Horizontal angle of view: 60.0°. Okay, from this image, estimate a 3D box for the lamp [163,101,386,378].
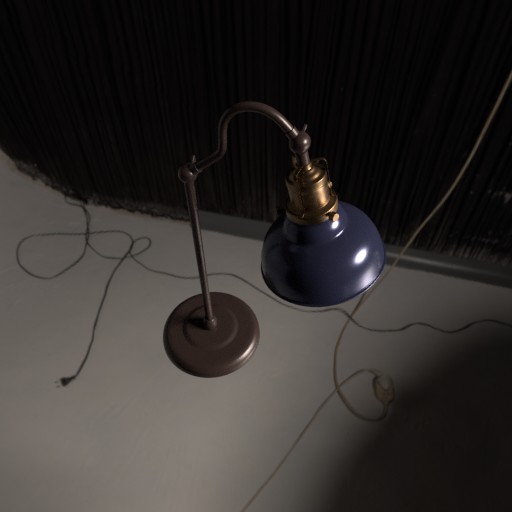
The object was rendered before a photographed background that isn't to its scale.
[{"bbox_3d":[0.000,0.000,0.682,0.374,0.508,0.192,10,49,9],"label":"lamp"}]
